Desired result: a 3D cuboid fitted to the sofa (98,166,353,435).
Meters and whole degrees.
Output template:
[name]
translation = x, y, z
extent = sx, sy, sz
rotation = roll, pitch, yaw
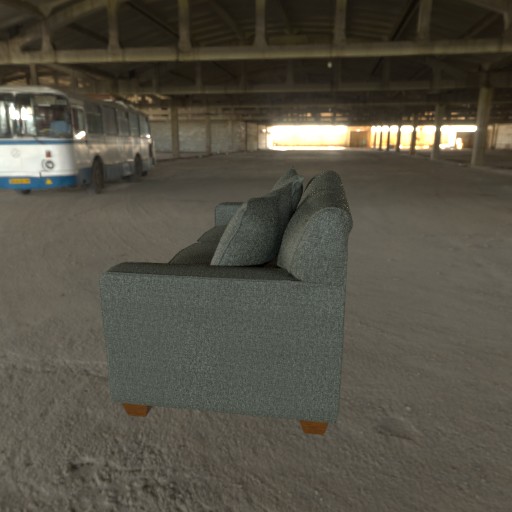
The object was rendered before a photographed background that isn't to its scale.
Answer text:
[sofa]
translation = 0.000, 0.000, 2.632
extent = 0.997, 0.958, 2.024
rotation = 2, 15, 9
